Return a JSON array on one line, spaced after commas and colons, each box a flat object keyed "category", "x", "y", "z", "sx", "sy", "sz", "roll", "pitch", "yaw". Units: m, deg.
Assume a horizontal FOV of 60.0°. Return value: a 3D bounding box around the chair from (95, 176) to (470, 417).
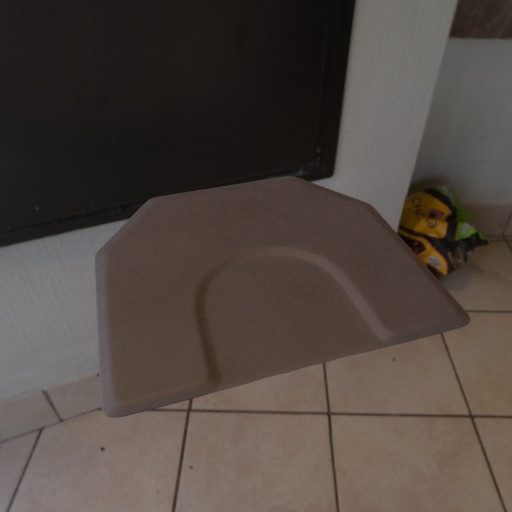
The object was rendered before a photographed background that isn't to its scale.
[{"category": "chair", "x": 0.000, "y": 0.000, "z": 1.961, "sx": 1.372, "sy": 0.024, "sz": 1.219, "roll": -11, "pitch": 42, "yaw": -13}]
